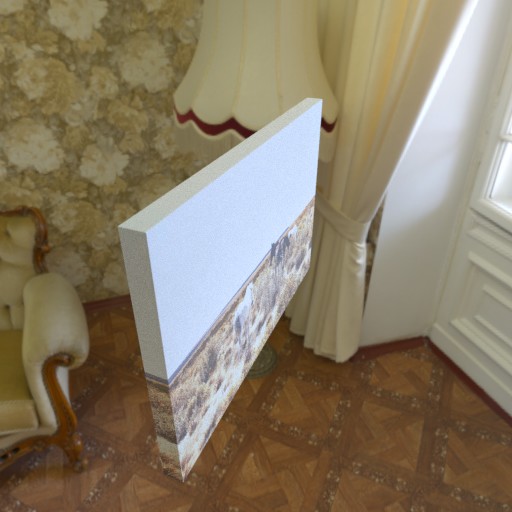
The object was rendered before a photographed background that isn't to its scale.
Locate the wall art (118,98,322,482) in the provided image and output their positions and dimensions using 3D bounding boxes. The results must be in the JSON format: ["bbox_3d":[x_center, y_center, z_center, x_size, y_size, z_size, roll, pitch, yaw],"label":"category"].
[{"bbox_3d":[0.000,0.000,1.154,0.050,0.610,0.914,13,34,19],"label":"wall art"}]
